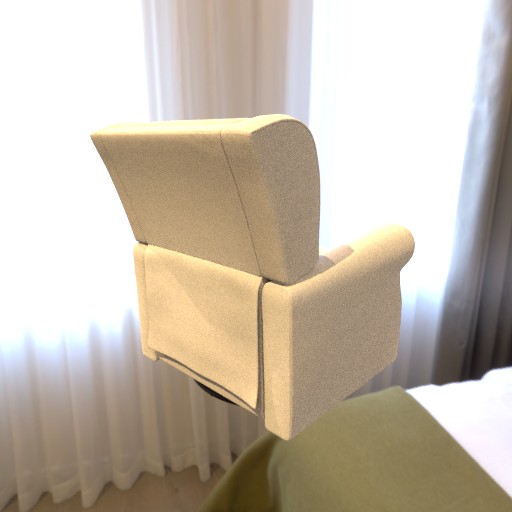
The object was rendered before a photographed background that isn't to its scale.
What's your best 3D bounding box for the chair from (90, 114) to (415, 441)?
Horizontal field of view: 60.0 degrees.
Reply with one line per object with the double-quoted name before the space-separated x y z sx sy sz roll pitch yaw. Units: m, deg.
"chair" 0.000 0.000 1.657 0.906 0.967 0.854 14 20 42
